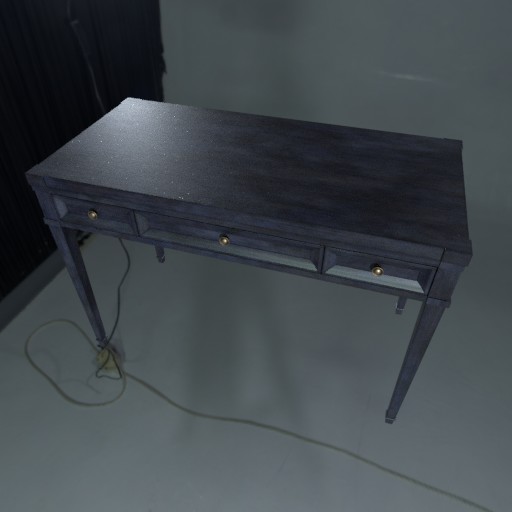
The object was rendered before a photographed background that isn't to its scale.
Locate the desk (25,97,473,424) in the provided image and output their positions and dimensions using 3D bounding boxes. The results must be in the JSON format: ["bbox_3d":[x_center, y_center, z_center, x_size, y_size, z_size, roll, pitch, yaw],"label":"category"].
[{"bbox_3d":[0.000,0.000,1.720,1.289,0.861,0.630,11,42,13],"label":"desk"}]
